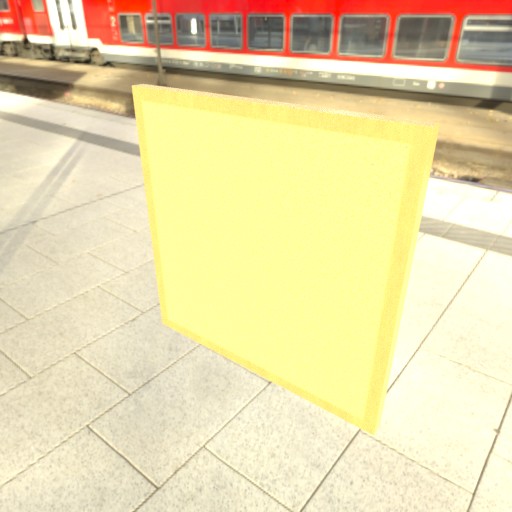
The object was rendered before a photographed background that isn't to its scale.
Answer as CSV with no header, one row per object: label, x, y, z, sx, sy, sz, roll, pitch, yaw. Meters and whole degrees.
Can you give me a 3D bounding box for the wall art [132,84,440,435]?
wall art,0.000,0.000,2.884,1.935,1.936,0.097,20,35,31
